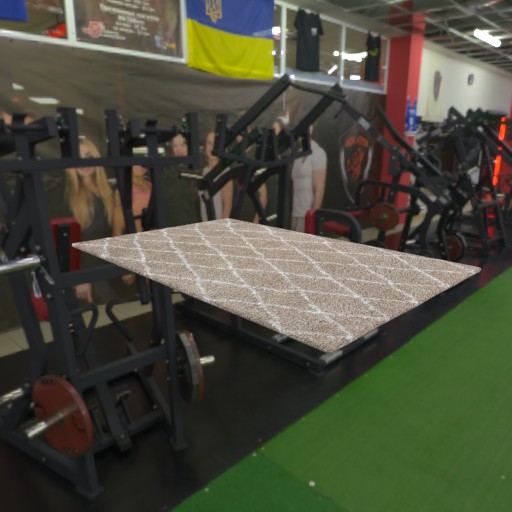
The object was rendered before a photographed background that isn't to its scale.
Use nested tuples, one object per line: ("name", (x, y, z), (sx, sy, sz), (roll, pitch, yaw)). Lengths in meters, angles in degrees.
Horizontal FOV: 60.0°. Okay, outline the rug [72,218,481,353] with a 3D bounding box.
("rug", (0.000, 0.000, 3.471), (1.778, 0.030, 2.743), (-14, 21, -42))
